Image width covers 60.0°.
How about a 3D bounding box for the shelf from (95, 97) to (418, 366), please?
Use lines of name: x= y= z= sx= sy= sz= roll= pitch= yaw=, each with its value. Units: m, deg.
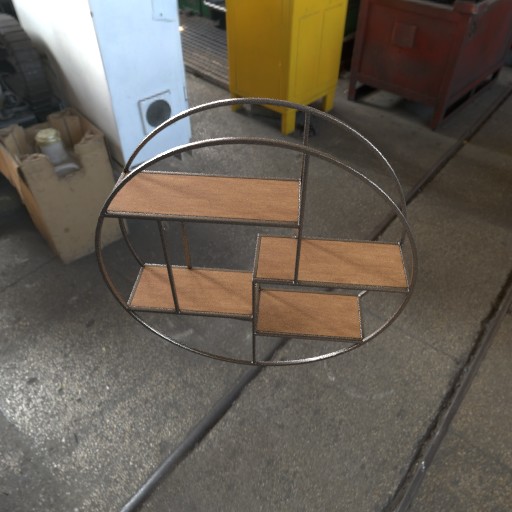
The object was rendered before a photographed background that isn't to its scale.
shelf: x=0.000 y=0.000 z=1.322 sx=0.888 sy=0.888 sz=0.202 roll=4 pitch=45 yaw=4
